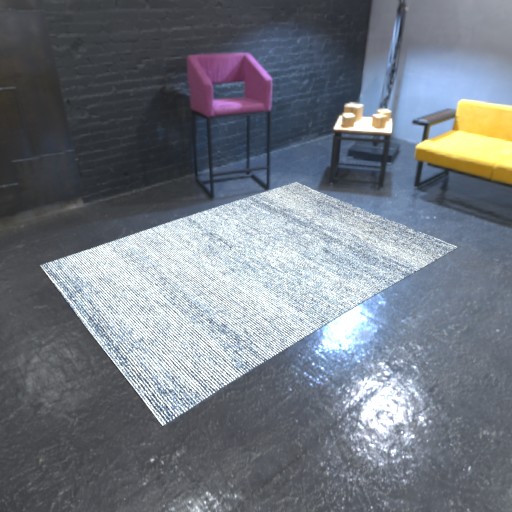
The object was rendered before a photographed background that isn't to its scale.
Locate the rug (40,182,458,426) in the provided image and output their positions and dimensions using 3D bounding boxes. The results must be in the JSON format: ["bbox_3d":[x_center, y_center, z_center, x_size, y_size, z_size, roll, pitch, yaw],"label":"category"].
[{"bbox_3d":[0.000,0.000,3.002,2.349,0.030,1.624,-23,38,-33],"label":"rug"}]
